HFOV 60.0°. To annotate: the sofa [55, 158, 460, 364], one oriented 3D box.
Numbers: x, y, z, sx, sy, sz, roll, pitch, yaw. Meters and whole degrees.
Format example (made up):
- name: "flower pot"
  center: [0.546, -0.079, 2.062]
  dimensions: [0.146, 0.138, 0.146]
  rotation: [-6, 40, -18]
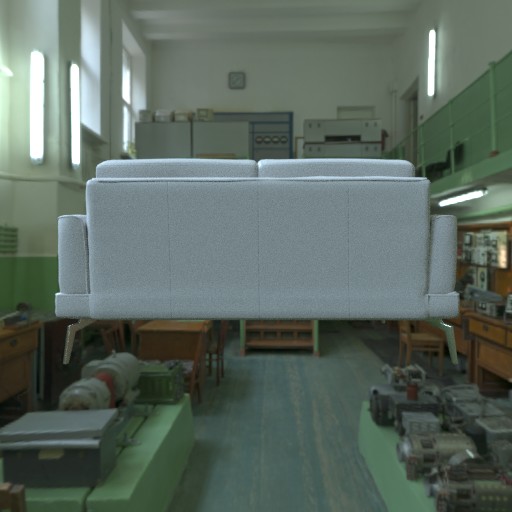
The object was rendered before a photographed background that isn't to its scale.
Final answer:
- name: "sofa"
  center: [0.000, 0.000, 2.457]
  dimensions: [1.819, 0.930, 1.121]
  rotation: [0, 1, 0]
